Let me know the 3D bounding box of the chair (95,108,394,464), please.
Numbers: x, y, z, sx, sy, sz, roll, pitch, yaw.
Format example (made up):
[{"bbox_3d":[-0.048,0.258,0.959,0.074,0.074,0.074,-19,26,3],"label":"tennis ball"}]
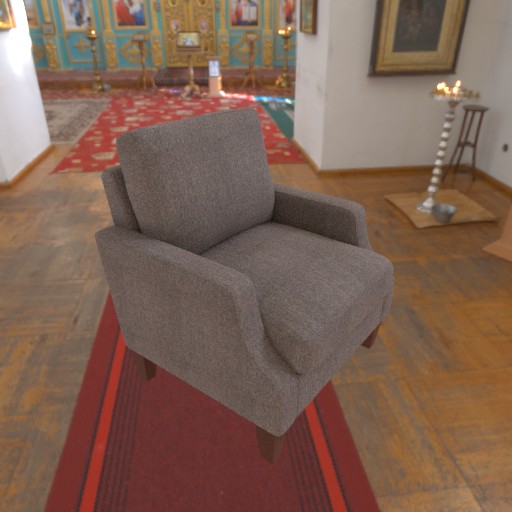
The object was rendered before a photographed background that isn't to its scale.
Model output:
[{"bbox_3d":[0.000,0.000,1.713,0.897,0.993,0.855,20,33,33],"label":"chair"}]
